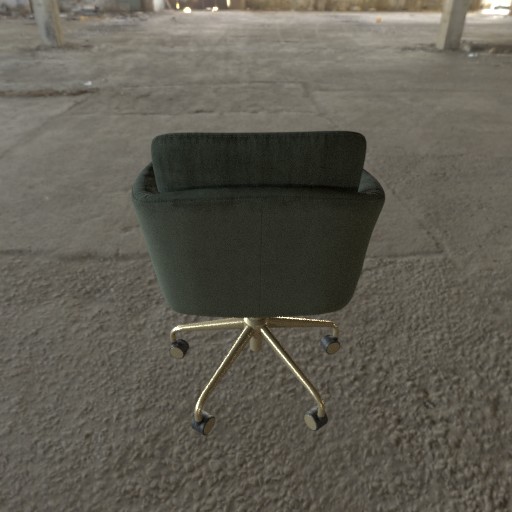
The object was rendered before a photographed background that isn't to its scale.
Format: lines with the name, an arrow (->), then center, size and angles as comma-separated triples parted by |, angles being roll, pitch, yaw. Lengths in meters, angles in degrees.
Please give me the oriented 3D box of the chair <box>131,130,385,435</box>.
chair -> 0.000, 0.000, 1.354 | 0.641, 0.908, 0.635 | -1, 31, -2
